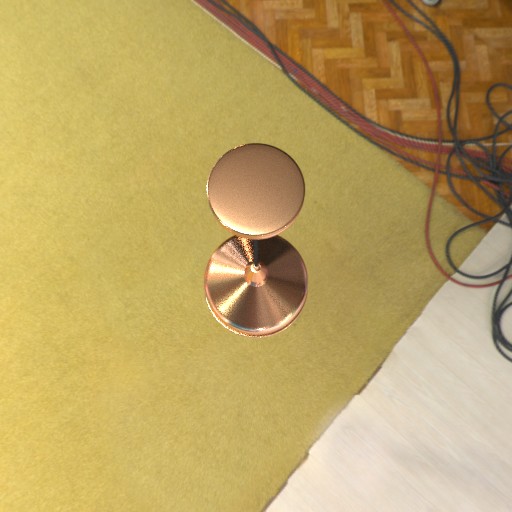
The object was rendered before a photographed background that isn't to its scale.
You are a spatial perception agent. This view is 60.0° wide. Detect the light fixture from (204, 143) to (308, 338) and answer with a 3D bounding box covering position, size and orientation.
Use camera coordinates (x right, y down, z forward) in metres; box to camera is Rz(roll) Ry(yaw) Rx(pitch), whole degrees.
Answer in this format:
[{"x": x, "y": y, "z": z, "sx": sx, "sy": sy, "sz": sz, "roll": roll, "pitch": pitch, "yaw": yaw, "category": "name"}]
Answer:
[{"x": 0.000, "y": 0.000, "z": 0.919, "sx": 0.301, "sy": 0.754, "sz": 0.301, "roll": 4, "pitch": 77, "yaw": 1, "category": "light fixture"}]
